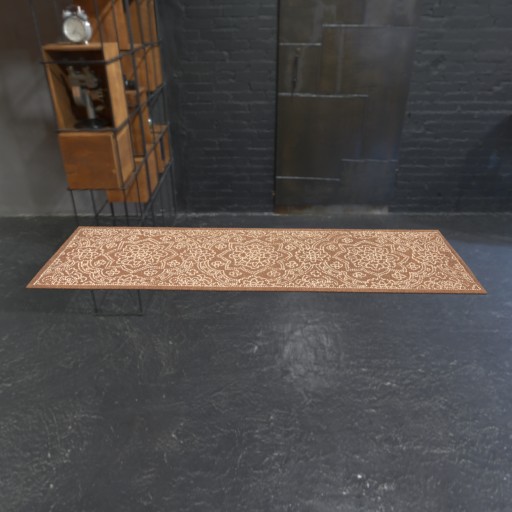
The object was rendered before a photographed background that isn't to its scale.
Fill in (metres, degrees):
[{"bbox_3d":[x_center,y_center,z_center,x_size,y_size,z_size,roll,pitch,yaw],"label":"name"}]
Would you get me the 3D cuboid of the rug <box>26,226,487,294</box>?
[{"bbox_3d":[0.000,0.000,2.673,2.448,0.012,0.769,1,29,1],"label":"rug"}]
